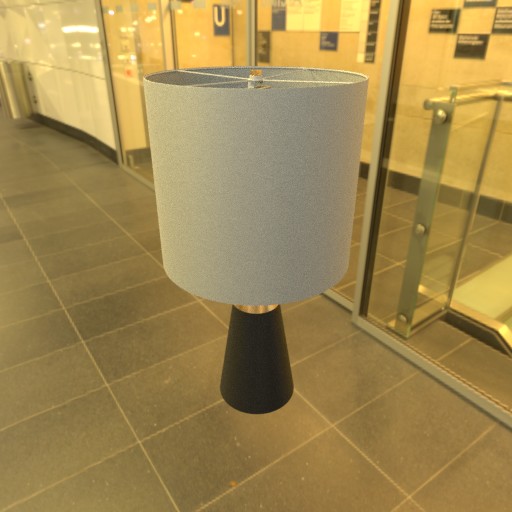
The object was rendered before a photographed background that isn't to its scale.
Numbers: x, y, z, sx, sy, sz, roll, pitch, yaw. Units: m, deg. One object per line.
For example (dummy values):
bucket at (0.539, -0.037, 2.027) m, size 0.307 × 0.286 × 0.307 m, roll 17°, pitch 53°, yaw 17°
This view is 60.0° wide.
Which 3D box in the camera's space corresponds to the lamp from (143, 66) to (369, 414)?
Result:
lamp at (0.000, 0.000, 0.749) m, size 0.308 × 0.580 × 0.308 m, roll 18°, pitch 32°, yaw 31°
